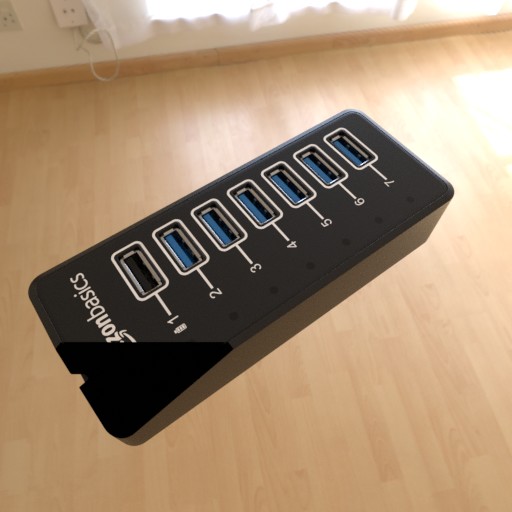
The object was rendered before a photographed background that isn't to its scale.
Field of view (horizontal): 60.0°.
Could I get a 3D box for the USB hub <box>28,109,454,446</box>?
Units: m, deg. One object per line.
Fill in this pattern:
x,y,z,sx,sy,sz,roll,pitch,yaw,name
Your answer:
0.000,0.000,0.125,0.110,0.023,0.044,-32,64,-18,USB hub
